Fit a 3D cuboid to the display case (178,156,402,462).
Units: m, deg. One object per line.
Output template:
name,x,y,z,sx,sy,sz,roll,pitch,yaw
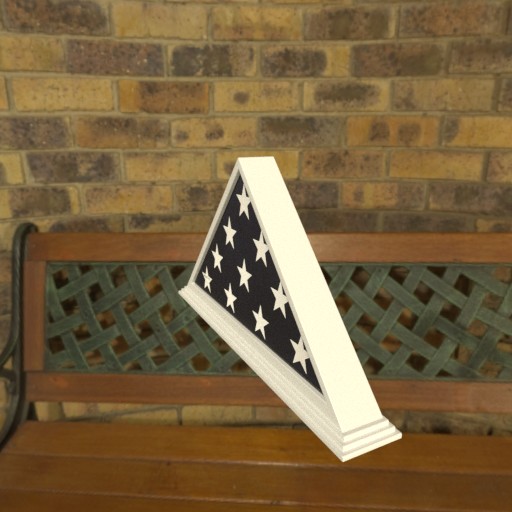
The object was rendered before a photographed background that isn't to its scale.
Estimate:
display case,0.000,0.000,0.780,0.095,0.340,0.640,-8,18,-26
